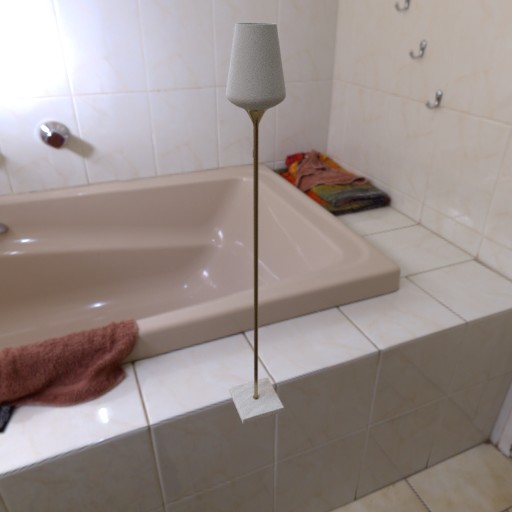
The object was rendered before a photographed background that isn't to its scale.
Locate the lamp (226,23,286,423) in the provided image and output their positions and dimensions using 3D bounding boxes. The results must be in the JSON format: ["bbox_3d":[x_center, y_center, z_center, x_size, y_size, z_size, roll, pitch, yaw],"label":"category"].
[{"bbox_3d":[0.000,0.000,1.952,0.229,1.813,0.232,-10,31,-18],"label":"lamp"}]
